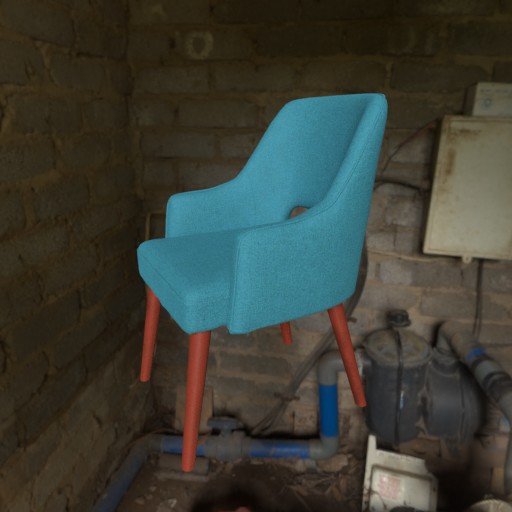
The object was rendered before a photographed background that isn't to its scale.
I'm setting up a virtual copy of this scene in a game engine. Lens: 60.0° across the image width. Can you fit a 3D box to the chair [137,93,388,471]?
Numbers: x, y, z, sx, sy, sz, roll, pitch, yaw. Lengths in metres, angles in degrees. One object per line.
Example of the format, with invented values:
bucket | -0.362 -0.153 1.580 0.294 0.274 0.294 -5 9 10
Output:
chair | 0.000 0.000 1.223 0.605 0.849 0.548 -9 19 -26
